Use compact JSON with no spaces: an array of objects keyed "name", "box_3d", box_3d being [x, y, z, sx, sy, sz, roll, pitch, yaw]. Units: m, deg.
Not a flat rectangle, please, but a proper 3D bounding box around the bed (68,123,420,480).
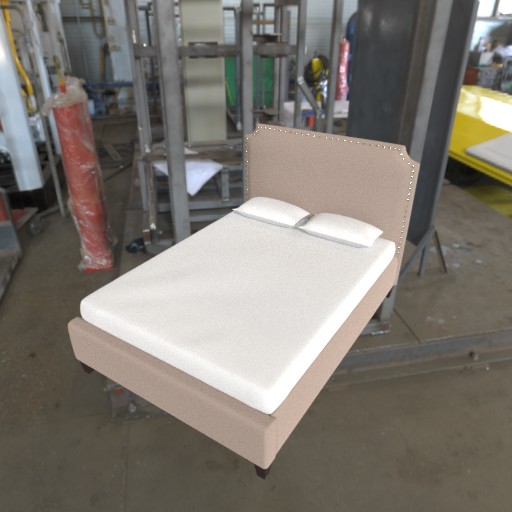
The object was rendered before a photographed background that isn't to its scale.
[{"name":"bed","box_3d":[0.000,0.000,3.483,1.713,1.443,2.372,18,34,28]}]
